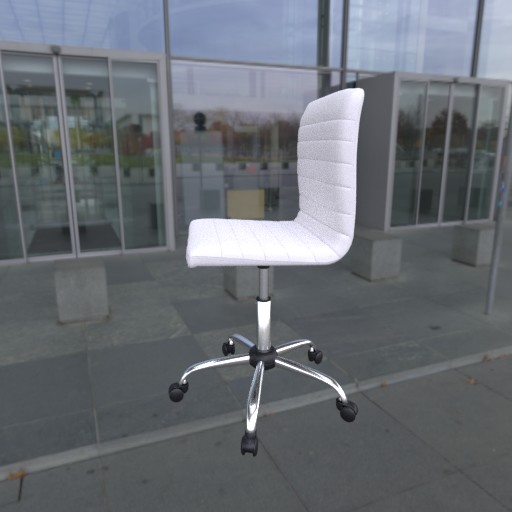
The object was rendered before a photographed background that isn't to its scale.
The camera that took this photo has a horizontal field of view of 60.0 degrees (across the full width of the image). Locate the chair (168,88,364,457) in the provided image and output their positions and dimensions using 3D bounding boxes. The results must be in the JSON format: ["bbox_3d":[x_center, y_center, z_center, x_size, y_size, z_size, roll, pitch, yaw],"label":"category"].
[{"bbox_3d":[0.000,0.000,1.087,0.455,0.750,0.520,-2,14,-8],"label":"chair"}]
